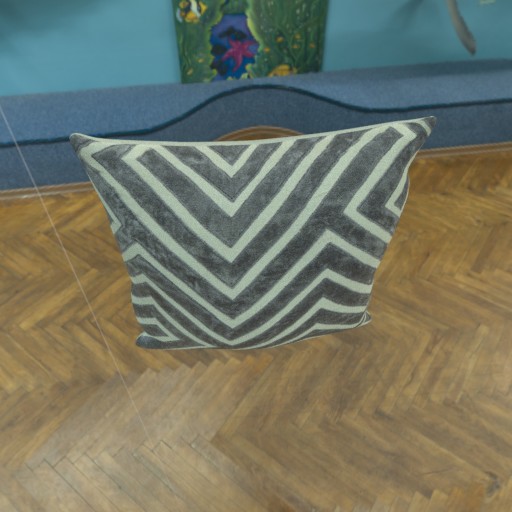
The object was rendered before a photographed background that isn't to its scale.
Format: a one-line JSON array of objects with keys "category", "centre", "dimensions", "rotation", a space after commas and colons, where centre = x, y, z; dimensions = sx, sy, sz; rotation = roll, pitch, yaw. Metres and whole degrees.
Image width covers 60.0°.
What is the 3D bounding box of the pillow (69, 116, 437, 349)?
[{"category": "pillow", "centre": [0.000, 0.000, 0.665], "dimensions": [0.440, 0.441, 0.182], "rotation": [-5, 47, -5]}]
